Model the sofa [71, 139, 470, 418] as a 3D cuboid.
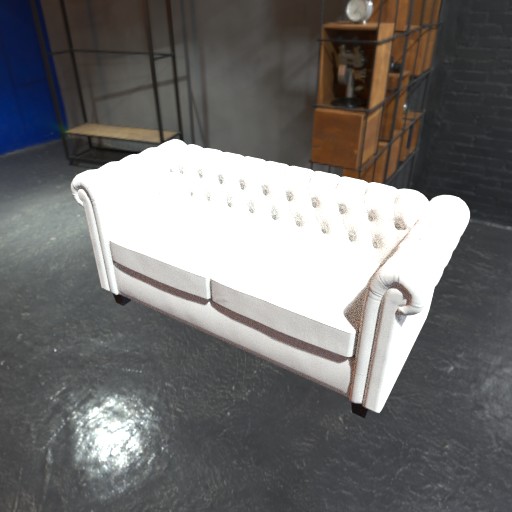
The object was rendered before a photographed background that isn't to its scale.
[{"bbox_3d":[0.000,0.000,2.287,1.798,0.796,0.771,18,35,27],"label":"sofa"}]
